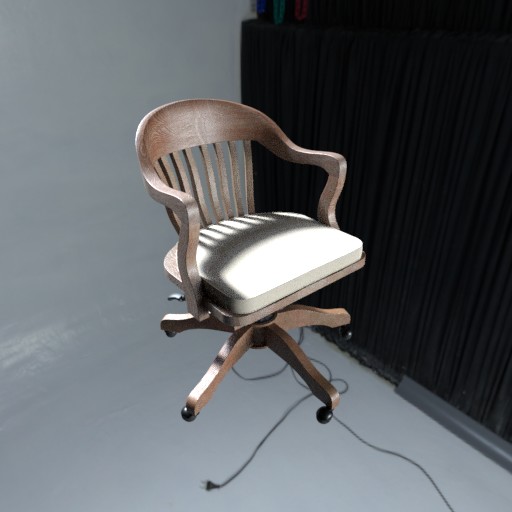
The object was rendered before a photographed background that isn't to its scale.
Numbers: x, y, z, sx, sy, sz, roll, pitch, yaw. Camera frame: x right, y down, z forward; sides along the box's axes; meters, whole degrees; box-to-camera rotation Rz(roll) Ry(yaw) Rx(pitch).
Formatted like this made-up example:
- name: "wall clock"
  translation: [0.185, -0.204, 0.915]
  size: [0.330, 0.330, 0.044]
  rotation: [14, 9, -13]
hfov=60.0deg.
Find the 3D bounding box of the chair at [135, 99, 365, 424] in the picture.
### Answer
- name: "chair"
  translation: [0.000, 0.000, 1.463]
  size: [0.750, 0.878, 0.788]
  rotation: [-22, 36, -33]
